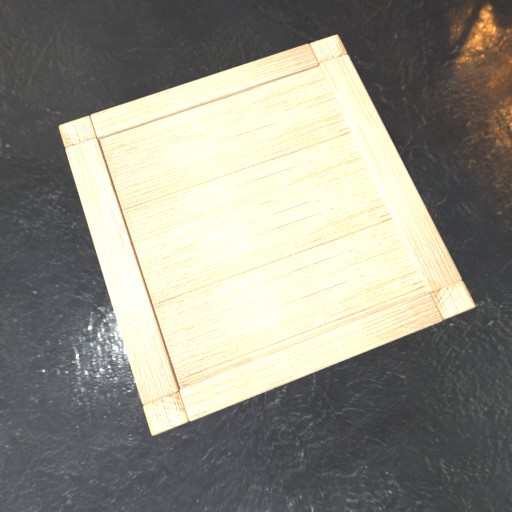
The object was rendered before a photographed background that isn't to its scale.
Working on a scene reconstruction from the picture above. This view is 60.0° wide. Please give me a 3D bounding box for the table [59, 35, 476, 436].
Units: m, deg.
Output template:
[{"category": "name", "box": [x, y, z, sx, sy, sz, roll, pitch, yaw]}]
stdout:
[{"category": "table", "box": [0.000, 0.000, 1.046, 0.558, 0.610, 0.559, -20, 76, -5]}]
